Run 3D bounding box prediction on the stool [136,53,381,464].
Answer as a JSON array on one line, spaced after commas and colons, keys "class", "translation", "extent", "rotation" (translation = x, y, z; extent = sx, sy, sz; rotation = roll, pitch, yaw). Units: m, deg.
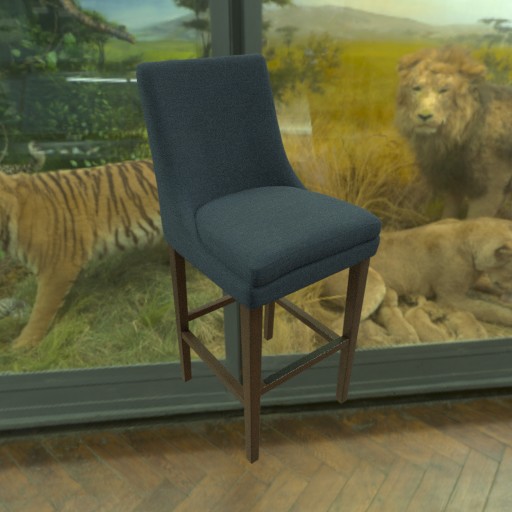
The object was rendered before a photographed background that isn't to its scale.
[{"class": "stool", "translation": [0.000, 0.000, 1.360], "extent": [0.470, 1.078, 0.577], "rotation": [-20, 36, -31]}]
